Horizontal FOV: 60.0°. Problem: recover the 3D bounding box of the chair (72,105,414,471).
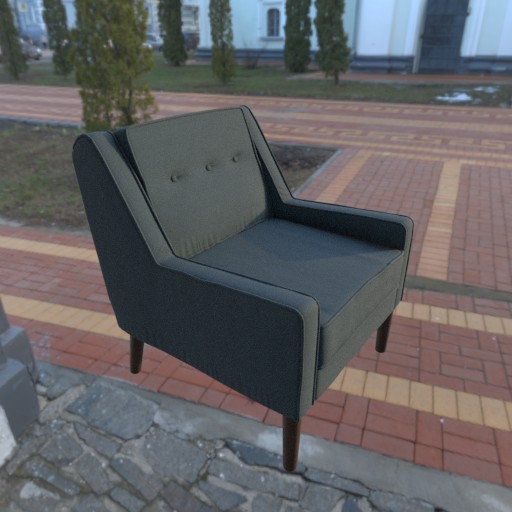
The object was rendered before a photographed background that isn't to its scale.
[{"bbox_3d":[0.000,0.000,1.327,0.733,0.780,0.663,18,32,32],"label":"chair"}]
